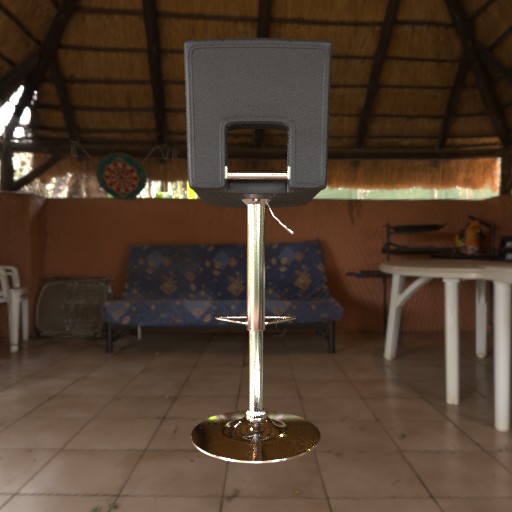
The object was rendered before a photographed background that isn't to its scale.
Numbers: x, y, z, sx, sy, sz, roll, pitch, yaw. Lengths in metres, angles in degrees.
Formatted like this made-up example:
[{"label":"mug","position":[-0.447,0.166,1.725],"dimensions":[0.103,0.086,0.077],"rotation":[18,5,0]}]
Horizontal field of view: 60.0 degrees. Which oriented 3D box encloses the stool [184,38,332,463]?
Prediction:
[{"label":"stool","position":[0.000,0.000,1.401],"dimensions":[0.415,1.151,0.520],"rotation":[0,0,0]}]
